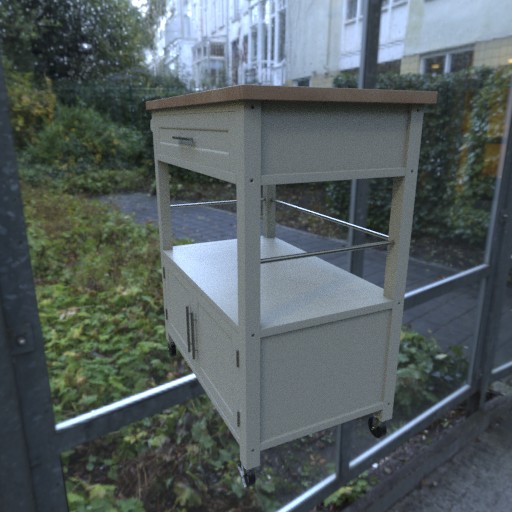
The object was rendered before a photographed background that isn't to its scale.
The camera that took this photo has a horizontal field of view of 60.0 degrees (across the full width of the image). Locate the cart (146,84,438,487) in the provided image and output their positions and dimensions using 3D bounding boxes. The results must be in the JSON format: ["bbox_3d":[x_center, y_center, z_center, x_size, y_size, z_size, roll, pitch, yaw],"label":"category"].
[{"bbox_3d":[0.000,0.000,1.344,0.459,0.901,0.840,-8,18,-24],"label":"cart"}]
